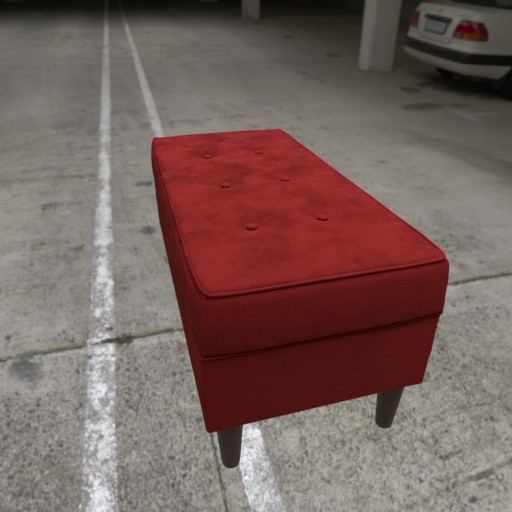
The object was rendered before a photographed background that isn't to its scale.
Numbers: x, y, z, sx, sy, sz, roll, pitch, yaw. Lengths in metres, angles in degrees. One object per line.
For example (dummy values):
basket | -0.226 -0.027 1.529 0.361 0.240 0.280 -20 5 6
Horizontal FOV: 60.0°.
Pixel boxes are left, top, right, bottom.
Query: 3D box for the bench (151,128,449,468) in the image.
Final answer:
bench | 0.000 0.000 1.281 0.492 0.471 1.016 -8 31 -14
